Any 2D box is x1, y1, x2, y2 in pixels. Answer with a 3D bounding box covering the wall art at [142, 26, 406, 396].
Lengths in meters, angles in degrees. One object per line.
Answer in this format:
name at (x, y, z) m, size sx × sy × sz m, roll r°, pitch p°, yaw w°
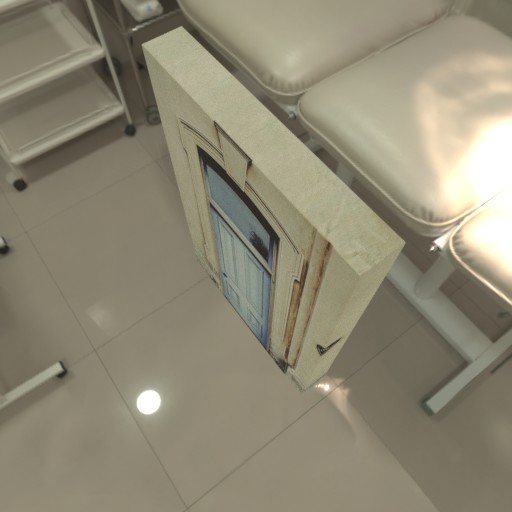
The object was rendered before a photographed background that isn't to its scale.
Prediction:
wall art at (0.000, 0.000, 0.480) m, size 0.038 × 0.381 × 0.254 m, roll -34°, pitch 67°, yaw -16°
